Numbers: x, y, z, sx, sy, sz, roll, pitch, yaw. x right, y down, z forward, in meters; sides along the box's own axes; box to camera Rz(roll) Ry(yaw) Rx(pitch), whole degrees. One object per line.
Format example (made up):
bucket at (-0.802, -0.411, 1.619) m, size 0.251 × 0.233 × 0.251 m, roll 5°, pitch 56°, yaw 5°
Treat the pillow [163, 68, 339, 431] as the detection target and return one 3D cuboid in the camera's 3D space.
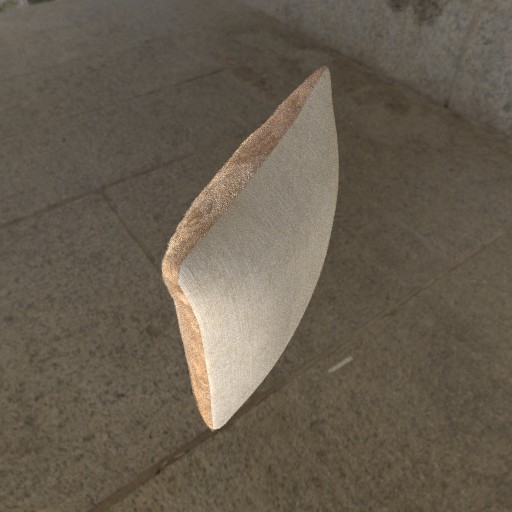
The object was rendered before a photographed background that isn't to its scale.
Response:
pillow at (0.000, 0.000, 0.831) m, size 0.216 × 0.525 × 0.538 m, roll 19°, pitch 51°, yaw 17°
